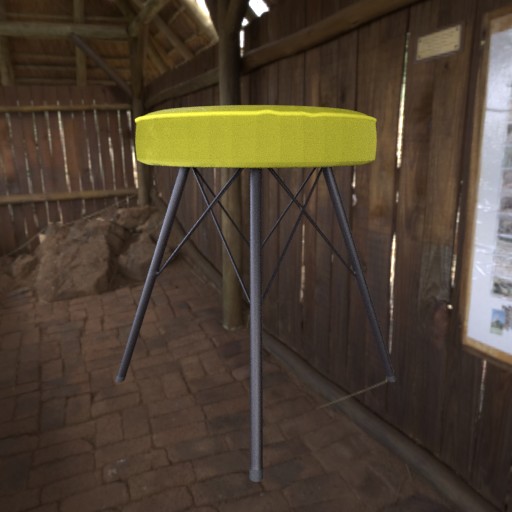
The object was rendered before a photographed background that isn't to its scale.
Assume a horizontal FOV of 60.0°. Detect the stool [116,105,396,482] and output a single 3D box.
[{"bbox_3d":[0.000,0.000,0.824,0.409,0.508,0.409,13,19,43],"label":"stool"}]
